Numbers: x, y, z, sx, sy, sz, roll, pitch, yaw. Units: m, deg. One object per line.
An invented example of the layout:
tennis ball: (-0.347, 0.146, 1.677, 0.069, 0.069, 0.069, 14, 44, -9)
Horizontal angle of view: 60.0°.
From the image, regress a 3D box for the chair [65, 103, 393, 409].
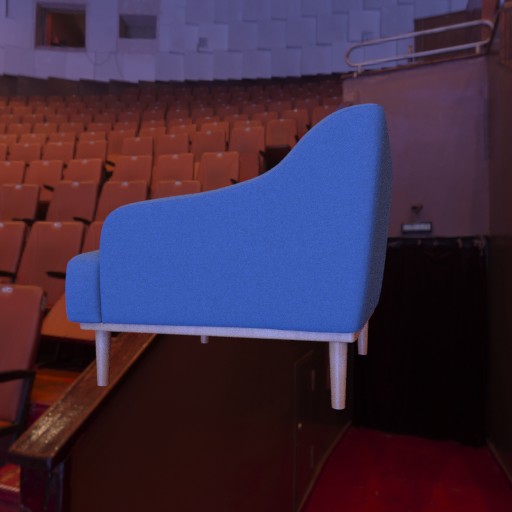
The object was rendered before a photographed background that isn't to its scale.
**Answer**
chair: (0.000, 0.000, 1.641, 0.951, 0.818, 0.946, 0, 0, 19)
